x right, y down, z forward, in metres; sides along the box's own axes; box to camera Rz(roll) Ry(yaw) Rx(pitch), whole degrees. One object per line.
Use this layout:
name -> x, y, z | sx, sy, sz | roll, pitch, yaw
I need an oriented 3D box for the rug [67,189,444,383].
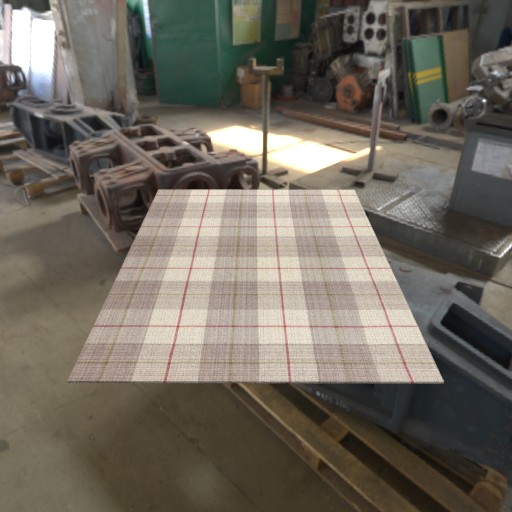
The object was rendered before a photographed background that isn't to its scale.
rug -> 0.000, 0.000, 3.985 | 2.317, 0.016, 2.959 | 0, 32, 0
